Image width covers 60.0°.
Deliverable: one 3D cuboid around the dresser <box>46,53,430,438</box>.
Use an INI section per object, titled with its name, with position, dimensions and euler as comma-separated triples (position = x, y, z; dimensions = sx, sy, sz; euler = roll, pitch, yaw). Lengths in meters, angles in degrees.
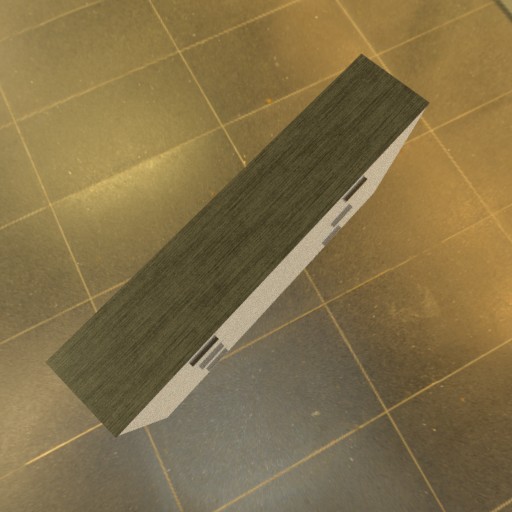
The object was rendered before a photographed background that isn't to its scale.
[dresser]
position = 0.000, 0.000, 1.856
dimensions = 0.333, 0.790, 1.535
euler = 41, 78, 11
